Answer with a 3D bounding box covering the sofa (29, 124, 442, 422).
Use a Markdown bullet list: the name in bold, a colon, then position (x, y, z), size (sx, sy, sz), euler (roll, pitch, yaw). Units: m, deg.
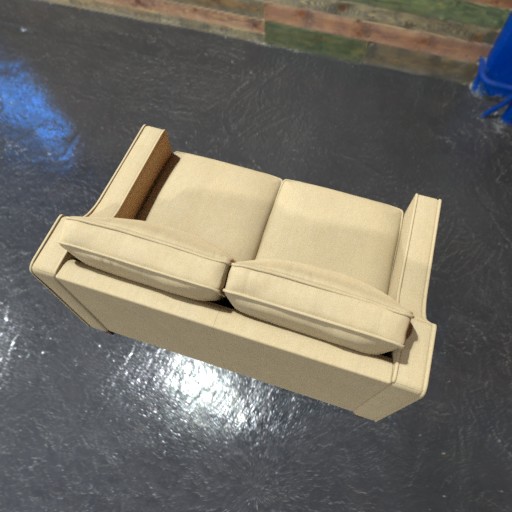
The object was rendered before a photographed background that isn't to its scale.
- **sofa**: position (0.000, 0.000, 2.081), size (1.501, 0.971, 0.987), euler (16, 63, 8)
